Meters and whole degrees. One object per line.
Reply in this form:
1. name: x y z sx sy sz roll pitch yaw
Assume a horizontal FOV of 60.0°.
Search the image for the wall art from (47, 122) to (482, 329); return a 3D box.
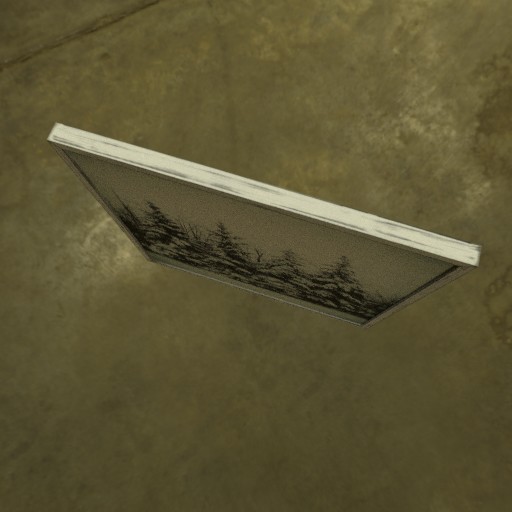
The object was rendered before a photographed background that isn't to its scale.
1. wall art: 0.000 0.000 1.114 0.761 0.761 0.037 17 74 5
